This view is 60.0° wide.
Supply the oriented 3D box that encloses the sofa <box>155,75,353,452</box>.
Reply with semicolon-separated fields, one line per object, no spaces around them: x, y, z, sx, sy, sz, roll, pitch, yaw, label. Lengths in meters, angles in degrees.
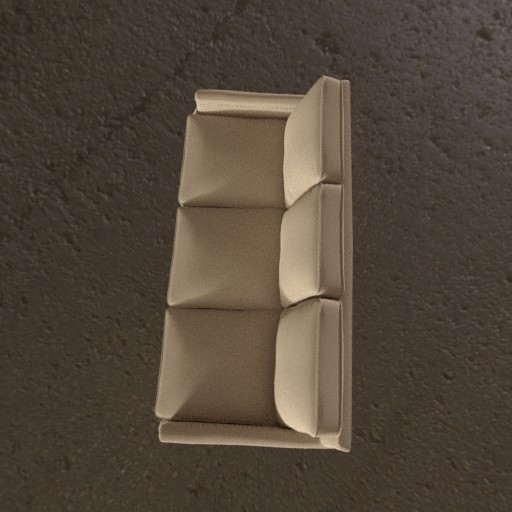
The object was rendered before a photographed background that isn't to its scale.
0.000;0.000;2.828;1.084;1.003;2.246;3;74;1;sofa
